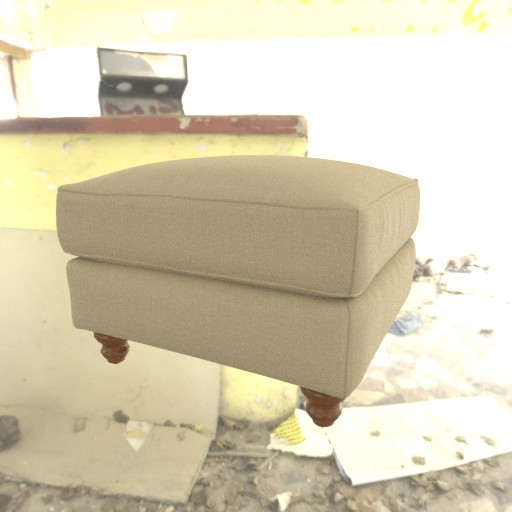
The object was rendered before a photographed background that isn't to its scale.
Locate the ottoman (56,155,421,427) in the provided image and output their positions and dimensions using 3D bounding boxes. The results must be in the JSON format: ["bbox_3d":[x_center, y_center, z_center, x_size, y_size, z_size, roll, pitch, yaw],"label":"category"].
[{"bbox_3d":[0.000,0.000,1.141,0.716,0.505,0.662,7,16,27],"label":"ottoman"}]
